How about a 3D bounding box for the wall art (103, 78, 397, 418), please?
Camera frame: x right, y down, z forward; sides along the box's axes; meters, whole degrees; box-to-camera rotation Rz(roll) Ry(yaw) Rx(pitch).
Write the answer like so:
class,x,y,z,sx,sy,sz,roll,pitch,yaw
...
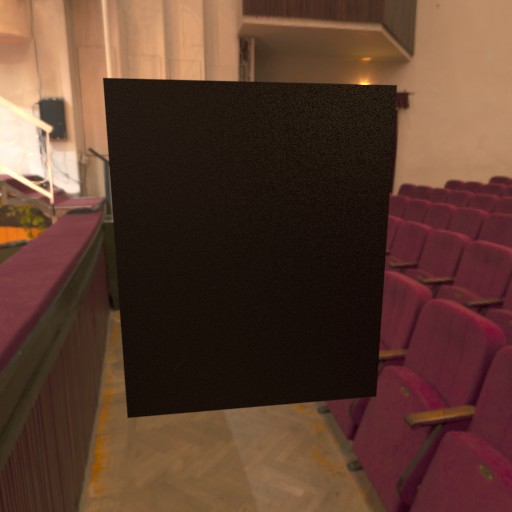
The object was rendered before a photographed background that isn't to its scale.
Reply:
class,x,y,z,sx,sy,sz,roll,pitch,yaw
wall art,0.000,0.000,0.758,0.457,0.557,0.028,-2,13,-9
